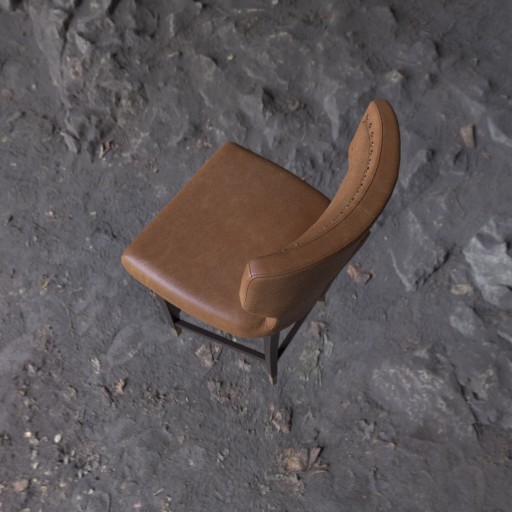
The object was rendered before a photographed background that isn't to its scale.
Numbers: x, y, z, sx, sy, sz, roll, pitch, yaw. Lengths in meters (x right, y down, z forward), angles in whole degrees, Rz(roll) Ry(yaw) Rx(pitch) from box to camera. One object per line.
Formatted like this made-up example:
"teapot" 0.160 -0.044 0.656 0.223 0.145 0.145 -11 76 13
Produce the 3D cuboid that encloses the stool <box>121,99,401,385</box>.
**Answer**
"stool" 0.000 0.000 1.306 0.563 0.982 0.526 31 66 15
